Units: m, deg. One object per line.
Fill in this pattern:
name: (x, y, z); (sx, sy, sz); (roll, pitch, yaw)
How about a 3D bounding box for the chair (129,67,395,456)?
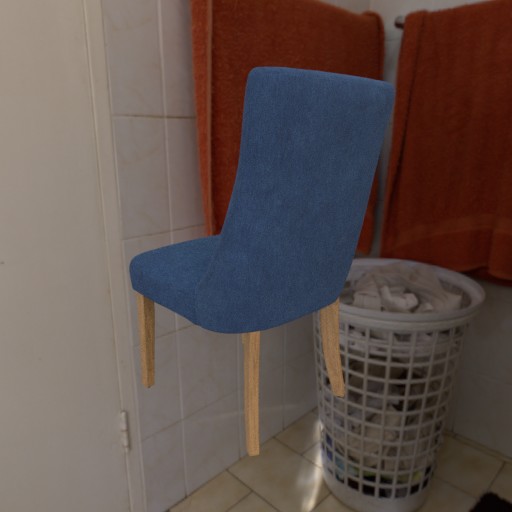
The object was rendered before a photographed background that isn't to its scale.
chair: (0.000, 0.000, 1.242); (0.495, 0.902, 0.609); (-14, 21, -41)
